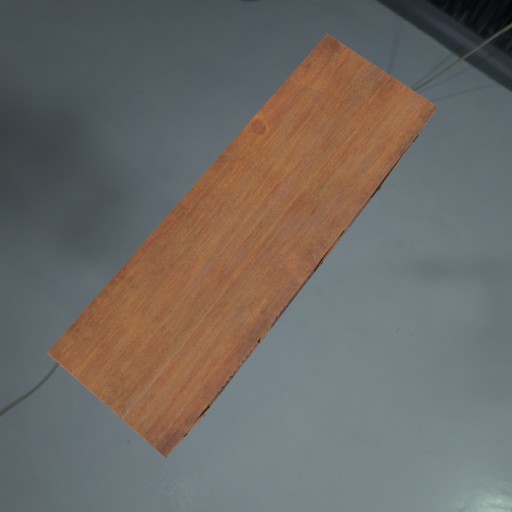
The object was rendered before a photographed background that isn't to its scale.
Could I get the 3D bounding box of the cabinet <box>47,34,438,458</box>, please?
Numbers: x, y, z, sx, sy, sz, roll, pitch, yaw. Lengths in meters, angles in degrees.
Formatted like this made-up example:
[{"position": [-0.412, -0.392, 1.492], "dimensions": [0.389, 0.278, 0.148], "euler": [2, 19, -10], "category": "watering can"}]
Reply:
[{"position": [0.000, 0.000, 1.598], "dimensions": [0.403, 0.805, 1.204], "euler": [38, 80, 8], "category": "cabinet"}]
